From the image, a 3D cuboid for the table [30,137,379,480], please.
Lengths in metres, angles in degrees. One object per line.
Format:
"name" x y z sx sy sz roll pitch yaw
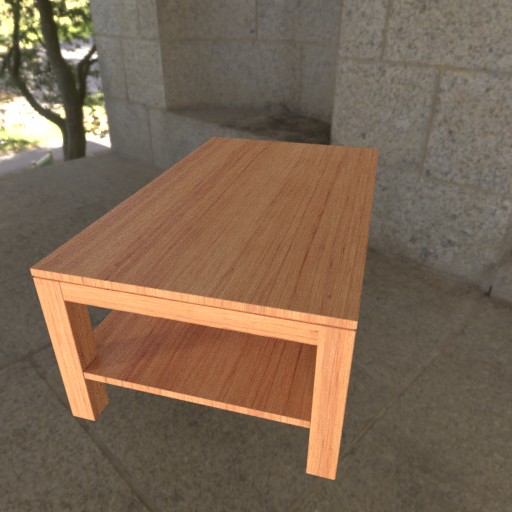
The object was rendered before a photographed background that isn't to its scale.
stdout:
"table" 0.000 0.000 1.467 0.695 0.457 1.146 8 30 13
